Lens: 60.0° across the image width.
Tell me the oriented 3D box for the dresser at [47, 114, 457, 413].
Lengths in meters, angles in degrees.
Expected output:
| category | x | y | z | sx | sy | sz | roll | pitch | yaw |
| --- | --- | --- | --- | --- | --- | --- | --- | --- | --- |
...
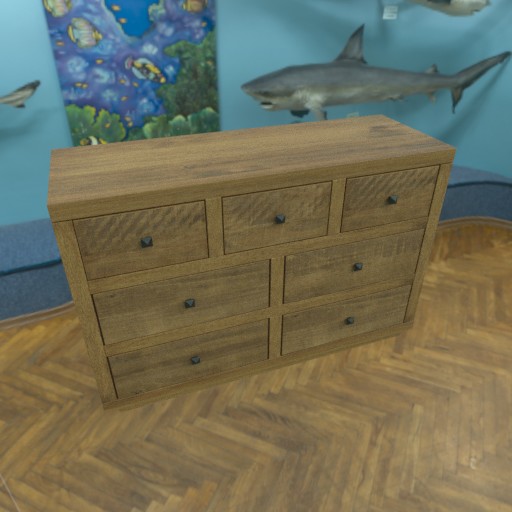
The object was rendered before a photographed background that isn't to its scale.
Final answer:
| category | x | y | z | sx | sy | sz | roll | pitch | yaw |
| --- | --- | --- | --- | --- | --- | --- | --- | --- | --- |
| dresser | 0.000 | 0.000 | 1.670 | 1.261 | 0.825 | 0.479 | -11 | 34 | -17 |
